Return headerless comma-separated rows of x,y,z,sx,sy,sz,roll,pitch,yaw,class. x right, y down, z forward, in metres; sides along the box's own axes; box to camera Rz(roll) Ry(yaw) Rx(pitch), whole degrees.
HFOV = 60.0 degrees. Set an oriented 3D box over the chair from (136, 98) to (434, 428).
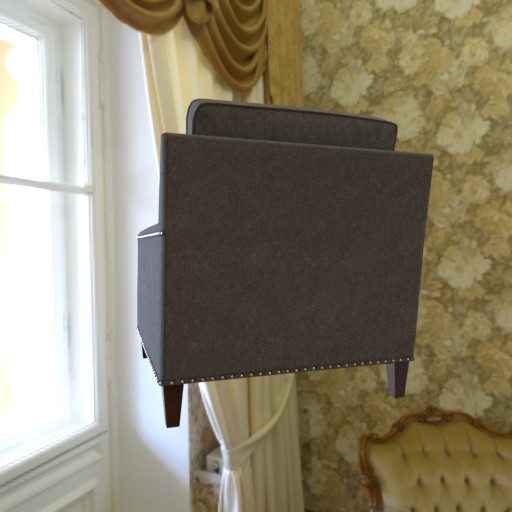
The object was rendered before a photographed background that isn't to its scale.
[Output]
0.000,0.000,1.736,0.853,0.948,1.014,0,1,-19,chair
